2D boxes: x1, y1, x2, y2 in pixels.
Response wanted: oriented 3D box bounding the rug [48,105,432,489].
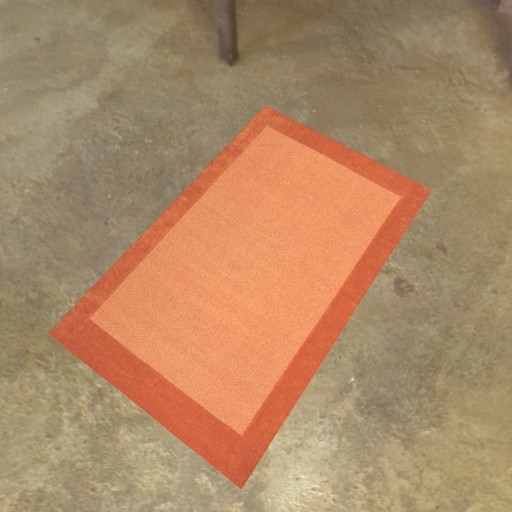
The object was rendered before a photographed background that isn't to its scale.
[{"bbox_3d":[0.000,0.000,3.076,1.524,0.014,2.438,32,67,15],"label":"rug"}]
